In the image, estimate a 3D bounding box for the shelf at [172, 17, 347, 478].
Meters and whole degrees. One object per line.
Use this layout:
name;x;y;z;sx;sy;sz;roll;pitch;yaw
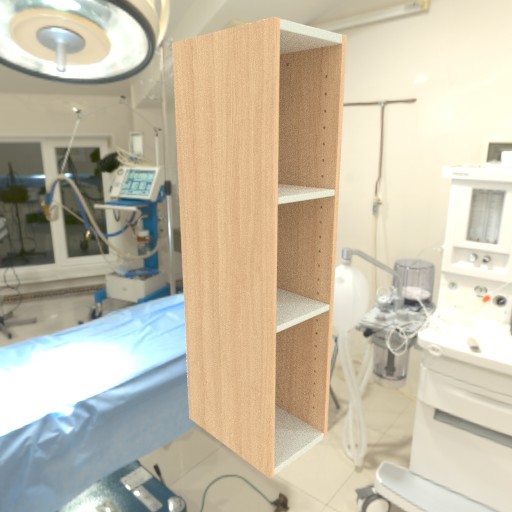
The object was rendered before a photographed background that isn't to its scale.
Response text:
shelf;0.000;0.000;0.986;0.197;0.882;0.290;-14;21;-42
